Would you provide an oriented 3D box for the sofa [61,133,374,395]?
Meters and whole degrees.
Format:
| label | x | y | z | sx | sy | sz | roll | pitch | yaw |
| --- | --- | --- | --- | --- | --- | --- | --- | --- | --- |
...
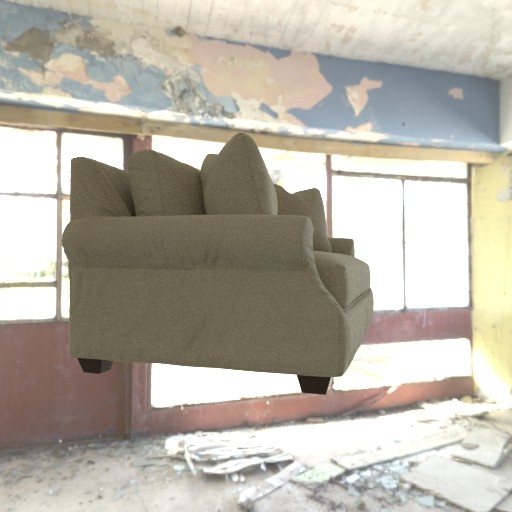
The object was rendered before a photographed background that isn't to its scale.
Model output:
| label | x | y | z | sx | sy | sz | roll | pitch | yaw |
| --- | --- | --- | --- | --- | --- | --- | --- | --- | --- |
| sofa | 0.000 | 0.000 | 2.197 | 1.070 | 0.905 | 1.550 | 0 | -1 | 18 |
